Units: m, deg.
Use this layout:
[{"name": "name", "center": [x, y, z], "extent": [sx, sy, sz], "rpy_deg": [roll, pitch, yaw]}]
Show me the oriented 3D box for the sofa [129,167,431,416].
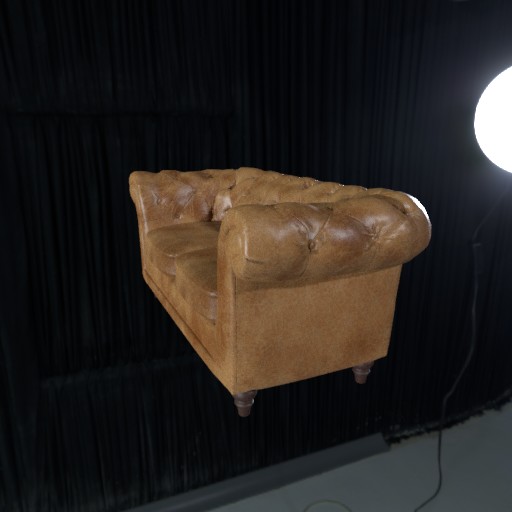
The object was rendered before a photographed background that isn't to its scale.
[{"name": "sofa", "center": [0.000, 0.000, 2.507], "extent": [1.042, 0.877, 1.979], "rpy_deg": [-7, 17, -24]}]
